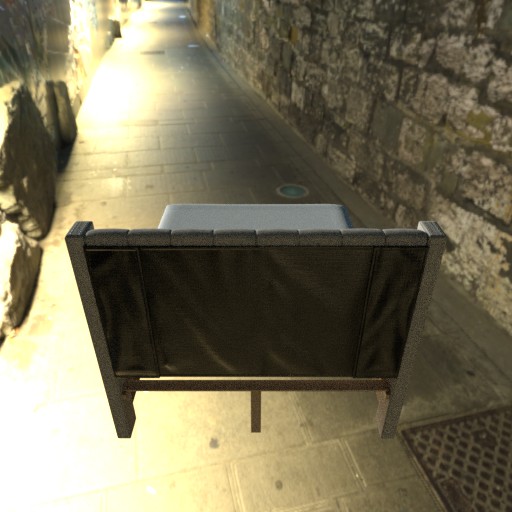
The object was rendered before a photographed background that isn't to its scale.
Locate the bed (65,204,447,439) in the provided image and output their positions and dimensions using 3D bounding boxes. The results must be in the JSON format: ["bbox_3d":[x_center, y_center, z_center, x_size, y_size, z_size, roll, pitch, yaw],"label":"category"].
[{"bbox_3d":[0.000,0.000,3.801,2.044,1.748,2.372,0,32,0],"label":"bed"}]
